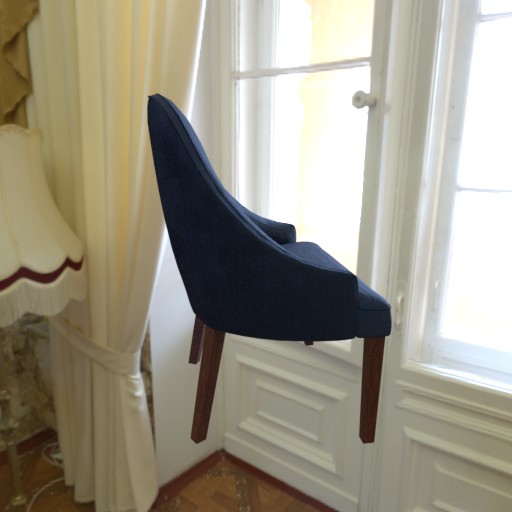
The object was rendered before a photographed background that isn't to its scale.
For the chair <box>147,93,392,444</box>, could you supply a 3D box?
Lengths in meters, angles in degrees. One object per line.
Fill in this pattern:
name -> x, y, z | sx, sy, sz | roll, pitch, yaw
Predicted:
chair -> 0.000, 0.000, 1.304 | 0.575, 0.889, 0.643 | -2, 16, -9
